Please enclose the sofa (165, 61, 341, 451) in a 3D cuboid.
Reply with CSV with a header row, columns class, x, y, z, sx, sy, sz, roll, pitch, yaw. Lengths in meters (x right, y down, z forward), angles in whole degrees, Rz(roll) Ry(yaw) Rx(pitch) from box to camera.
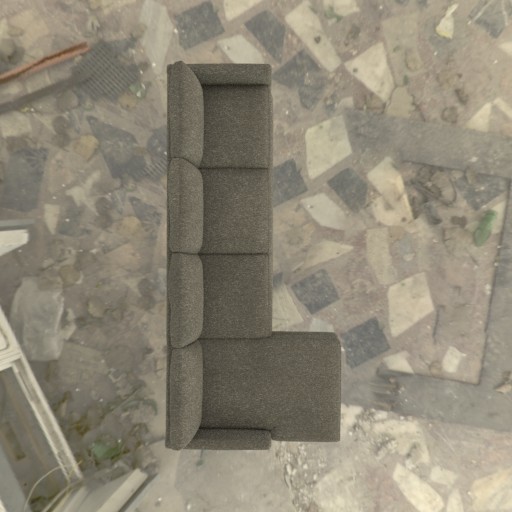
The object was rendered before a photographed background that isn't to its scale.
class,x,y,z,sx,sy,sz,roll,pitch,yaw
sofa,0.000,0.000,3.489,1.350,0.810,2.932,0,89,1
